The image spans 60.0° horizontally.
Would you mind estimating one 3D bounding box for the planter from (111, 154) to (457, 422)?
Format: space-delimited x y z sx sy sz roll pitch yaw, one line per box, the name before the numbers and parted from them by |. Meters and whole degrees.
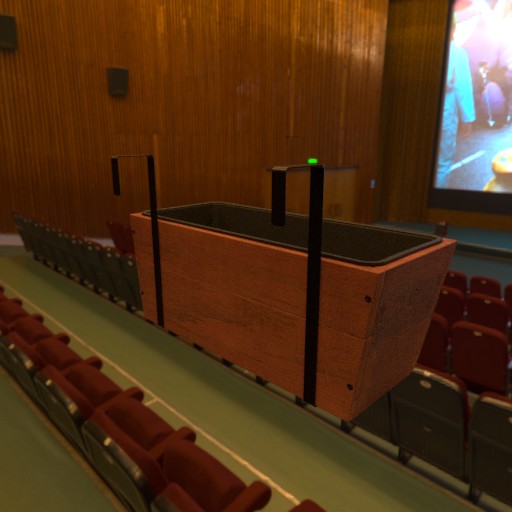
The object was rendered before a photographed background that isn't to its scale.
planter | 0.000 0.000 0.660 0.480 0.289 0.262 15 21 43
